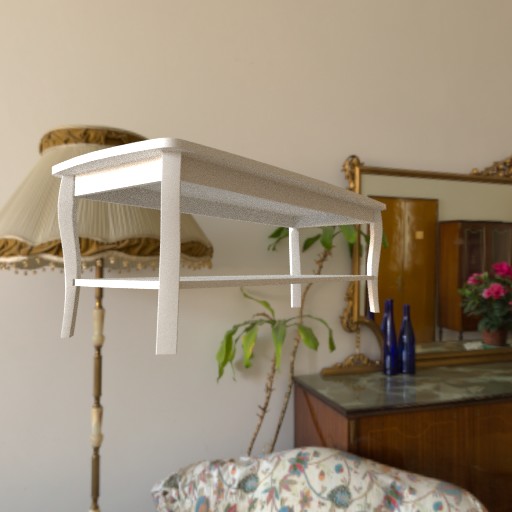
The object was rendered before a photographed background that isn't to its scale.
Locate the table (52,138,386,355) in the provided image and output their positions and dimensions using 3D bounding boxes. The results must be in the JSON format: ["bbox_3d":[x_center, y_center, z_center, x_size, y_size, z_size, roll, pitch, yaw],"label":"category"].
[{"bbox_3d":[0.000,0.000,1.606,0.561,0.474,1.334,-1,-2,37],"label":"table"}]
